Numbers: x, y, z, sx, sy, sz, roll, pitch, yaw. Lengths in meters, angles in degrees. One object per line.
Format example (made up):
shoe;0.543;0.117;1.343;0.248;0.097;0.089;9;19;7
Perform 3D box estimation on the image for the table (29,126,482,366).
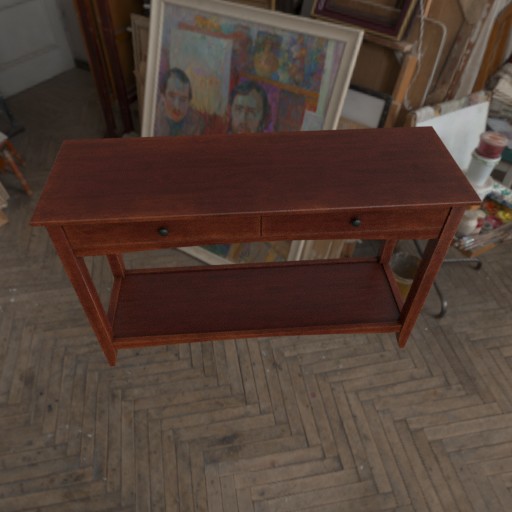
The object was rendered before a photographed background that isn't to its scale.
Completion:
table;0.000;0.000;1.556;1.188;0.739;0.392;-3;46;-3
